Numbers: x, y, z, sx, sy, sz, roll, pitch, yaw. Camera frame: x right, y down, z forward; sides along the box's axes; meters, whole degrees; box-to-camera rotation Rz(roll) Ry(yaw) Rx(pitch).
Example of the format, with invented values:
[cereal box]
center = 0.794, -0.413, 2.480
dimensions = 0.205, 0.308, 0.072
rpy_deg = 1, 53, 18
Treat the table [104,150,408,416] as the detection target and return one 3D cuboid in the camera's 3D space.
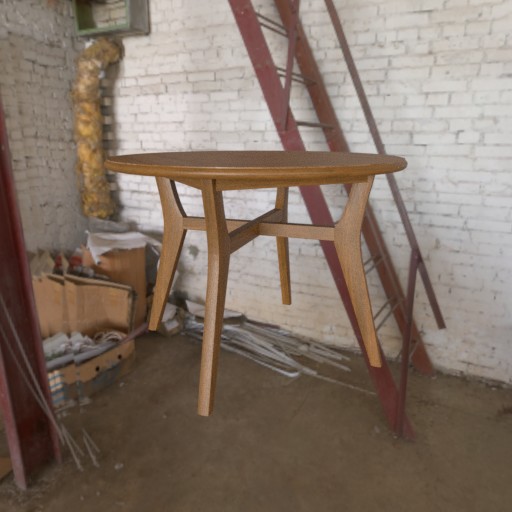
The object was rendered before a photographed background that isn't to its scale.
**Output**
[table]
center = 0.000, 0.000, 1.721
dimensions = 1.055, 0.757, 1.055
rpy_deg = 0, 16, 0
